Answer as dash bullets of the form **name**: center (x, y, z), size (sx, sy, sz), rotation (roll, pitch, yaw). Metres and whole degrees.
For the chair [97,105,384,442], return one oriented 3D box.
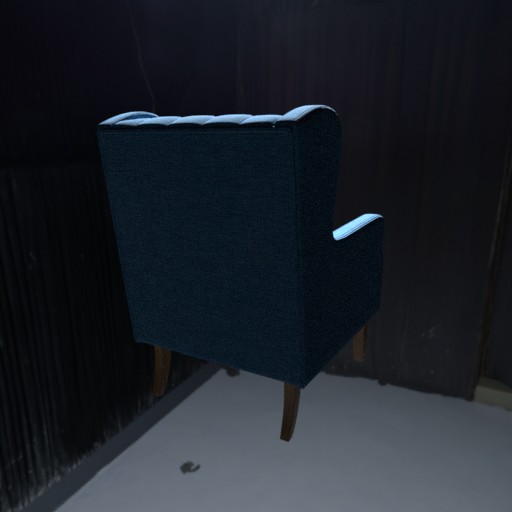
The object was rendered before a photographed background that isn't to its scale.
- **chair**: center (0.000, 0.000, 1.546), size (0.711, 0.952, 0.775), rotation (8, 17, 28)
